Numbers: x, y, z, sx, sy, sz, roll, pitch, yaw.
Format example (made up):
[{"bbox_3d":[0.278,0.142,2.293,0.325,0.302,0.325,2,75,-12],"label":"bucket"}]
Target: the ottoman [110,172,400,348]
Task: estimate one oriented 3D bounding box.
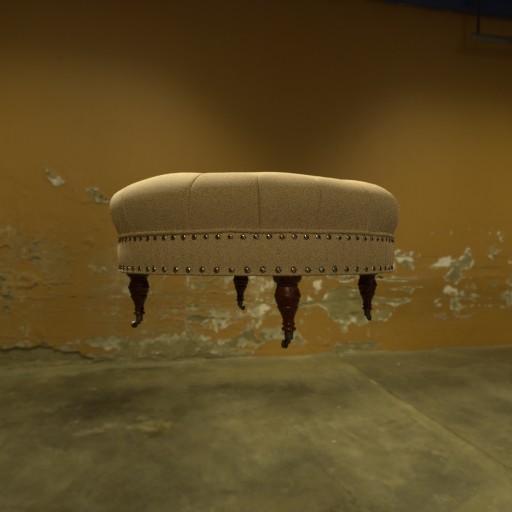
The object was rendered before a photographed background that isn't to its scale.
[{"bbox_3d":[0.000,0.000,1.429,0.901,0.439,0.901,0,0,0],"label":"ottoman"}]
